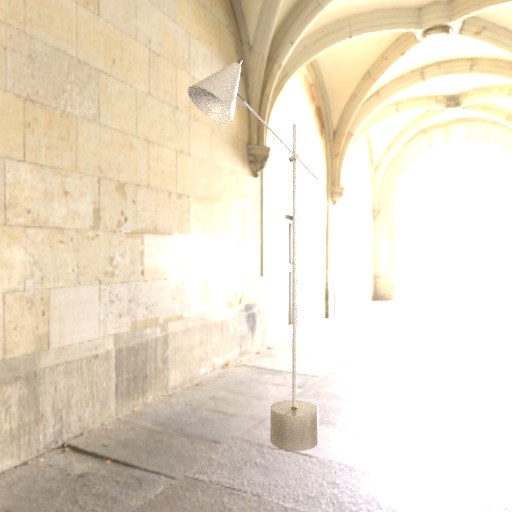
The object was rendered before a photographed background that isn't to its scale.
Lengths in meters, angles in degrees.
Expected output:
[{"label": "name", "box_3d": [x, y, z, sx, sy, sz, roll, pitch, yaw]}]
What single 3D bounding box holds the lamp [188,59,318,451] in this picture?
[{"label": "lamp", "box_3d": [0.000, 0.000, 1.647, 0.508, 1.430, 0.223, 0, 1, -17]}]
